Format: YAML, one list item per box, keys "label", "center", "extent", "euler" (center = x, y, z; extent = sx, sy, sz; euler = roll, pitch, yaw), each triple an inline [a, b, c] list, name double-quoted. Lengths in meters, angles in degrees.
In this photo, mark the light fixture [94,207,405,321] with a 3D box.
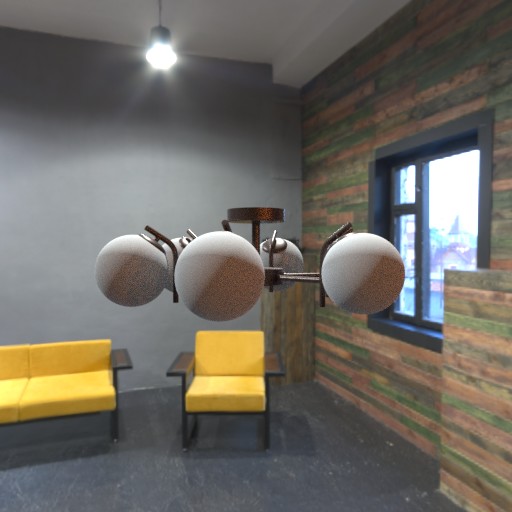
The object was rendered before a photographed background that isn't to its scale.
- label: "light fixture"
  center: [0.000, 0.000, 0.966]
  extent: [0.662, 0.201, 0.662]
  euler: [0, 1, 0]
